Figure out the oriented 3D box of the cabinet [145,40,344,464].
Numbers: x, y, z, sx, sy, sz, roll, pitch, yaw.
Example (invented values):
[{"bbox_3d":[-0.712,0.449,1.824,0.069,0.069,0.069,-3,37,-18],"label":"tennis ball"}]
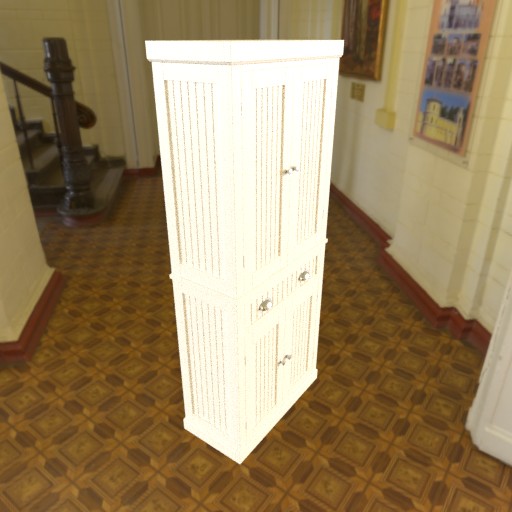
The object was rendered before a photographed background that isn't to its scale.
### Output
[{"bbox_3d":[0.000,0.000,2.091,0.390,1.829,0.754,18,31,32],"label":"cabinet"}]
